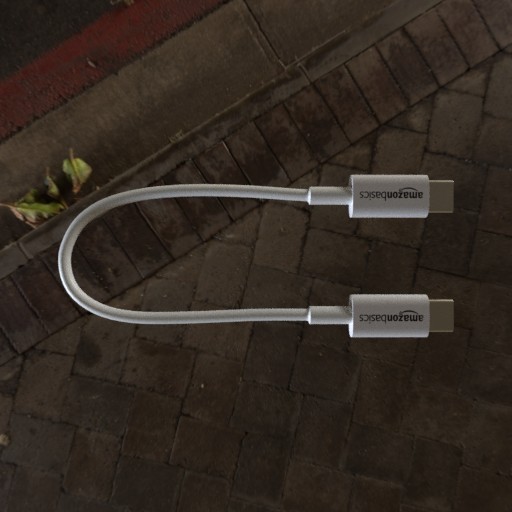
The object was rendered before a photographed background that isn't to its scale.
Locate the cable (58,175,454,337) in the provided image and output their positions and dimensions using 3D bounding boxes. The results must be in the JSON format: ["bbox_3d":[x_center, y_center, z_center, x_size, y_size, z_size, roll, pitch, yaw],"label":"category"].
[{"bbox_3d":[0.000,0.000,0.111,0.098,0.005,0.041,0,90,0],"label":"cable"}]
